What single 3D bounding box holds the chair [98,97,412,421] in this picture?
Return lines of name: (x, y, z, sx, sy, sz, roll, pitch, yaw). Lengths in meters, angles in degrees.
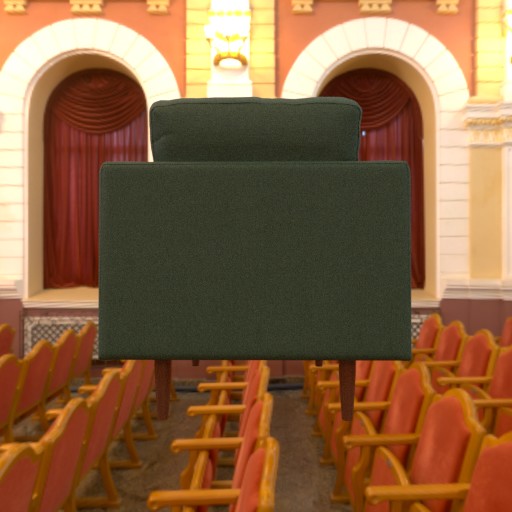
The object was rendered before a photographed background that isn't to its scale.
chair: (0.000, 0.000, 1.571, 0.855, 0.927, 0.800, 0, 0, 1)
